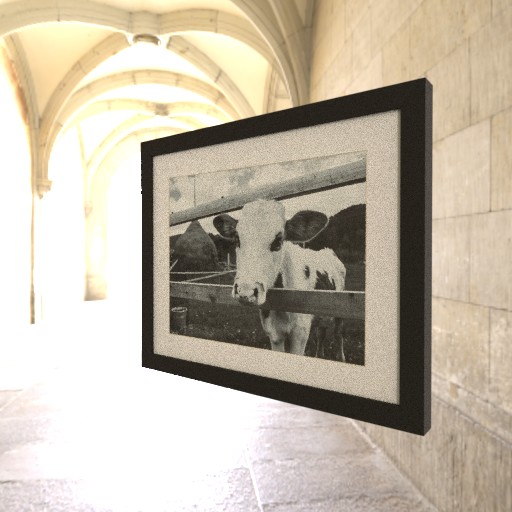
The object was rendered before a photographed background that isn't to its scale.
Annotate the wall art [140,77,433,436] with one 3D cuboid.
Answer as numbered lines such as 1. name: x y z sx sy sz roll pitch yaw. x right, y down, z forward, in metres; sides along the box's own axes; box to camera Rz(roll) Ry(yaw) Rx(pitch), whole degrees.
1. wall art: 0.000 0.000 0.536 0.404 0.329 0.024 1 1 37
